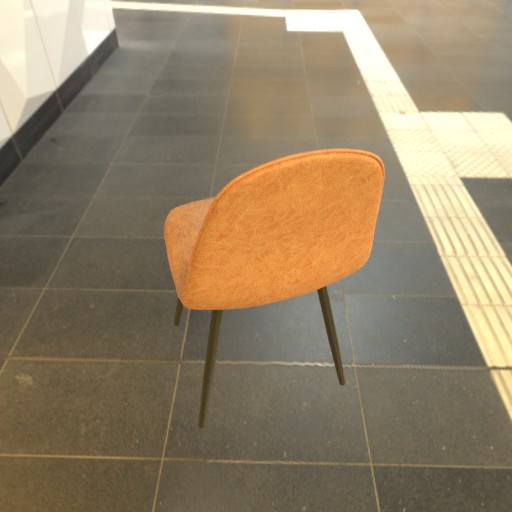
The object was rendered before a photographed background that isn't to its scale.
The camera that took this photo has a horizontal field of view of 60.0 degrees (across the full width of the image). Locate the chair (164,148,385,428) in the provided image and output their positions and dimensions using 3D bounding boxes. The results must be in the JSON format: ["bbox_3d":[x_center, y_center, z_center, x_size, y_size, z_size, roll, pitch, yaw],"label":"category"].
[{"bbox_3d":[0.000,0.000,1.183,0.472,0.889,0.561,-12,43,-14],"label":"chair"}]
